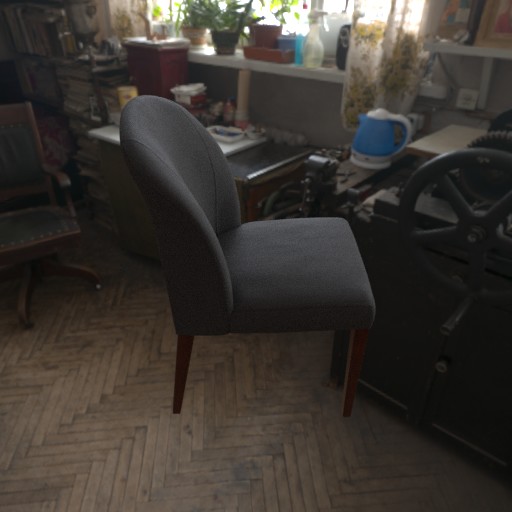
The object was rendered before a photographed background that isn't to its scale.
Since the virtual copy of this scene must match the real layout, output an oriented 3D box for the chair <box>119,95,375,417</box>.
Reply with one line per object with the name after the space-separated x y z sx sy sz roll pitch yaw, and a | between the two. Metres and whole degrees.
0.000 0.000 1.298 0.619 0.879 0.506 1 32 1 | chair
